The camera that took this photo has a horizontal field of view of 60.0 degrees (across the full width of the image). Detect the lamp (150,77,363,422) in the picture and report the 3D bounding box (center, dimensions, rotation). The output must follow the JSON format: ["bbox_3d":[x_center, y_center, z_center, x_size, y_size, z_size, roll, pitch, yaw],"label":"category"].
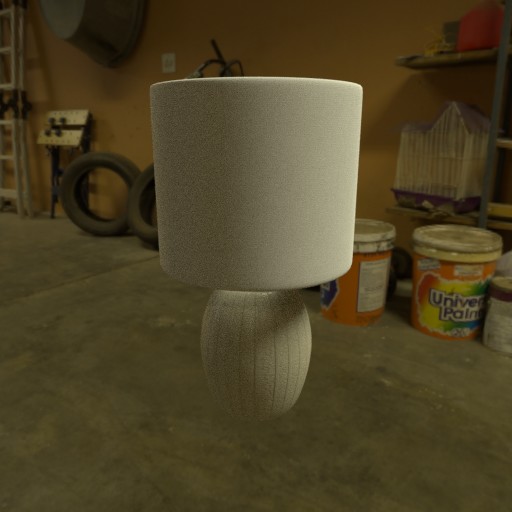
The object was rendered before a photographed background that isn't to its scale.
[{"bbox_3d":[0.000,0.000,0.774,0.329,0.570,0.329,-2,16,-9],"label":"lamp"}]
